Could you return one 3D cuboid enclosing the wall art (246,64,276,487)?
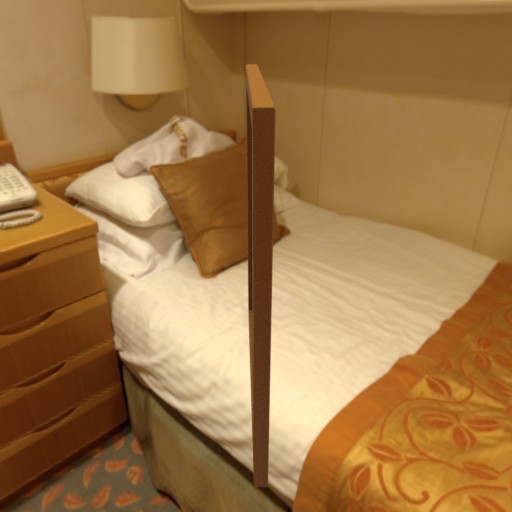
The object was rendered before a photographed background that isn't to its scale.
[{"bbox_3d":[0.000,0.000,0.507,0.015,0.379,0.310,-1,28,-2],"label":"wall art"}]
